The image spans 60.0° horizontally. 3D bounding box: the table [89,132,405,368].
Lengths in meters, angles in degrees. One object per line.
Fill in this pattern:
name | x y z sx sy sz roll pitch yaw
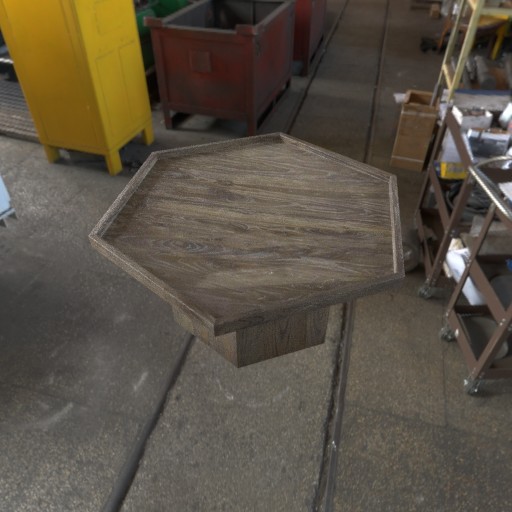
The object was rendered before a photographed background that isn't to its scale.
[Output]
table | 0.000 0.000 1.689 1.115 0.488 0.966 -13 43 -14
